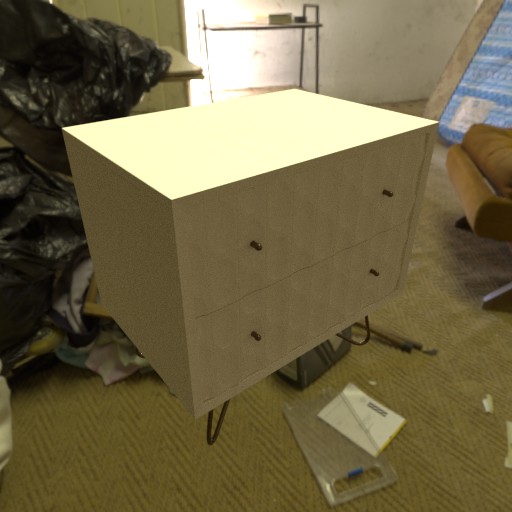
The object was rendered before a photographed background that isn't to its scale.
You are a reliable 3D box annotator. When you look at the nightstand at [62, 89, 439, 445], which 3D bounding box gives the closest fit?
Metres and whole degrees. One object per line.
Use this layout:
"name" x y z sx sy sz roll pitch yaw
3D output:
"nightstand" 0.000 0.000 1.033 0.614 0.604 0.447 -22 38 -32
